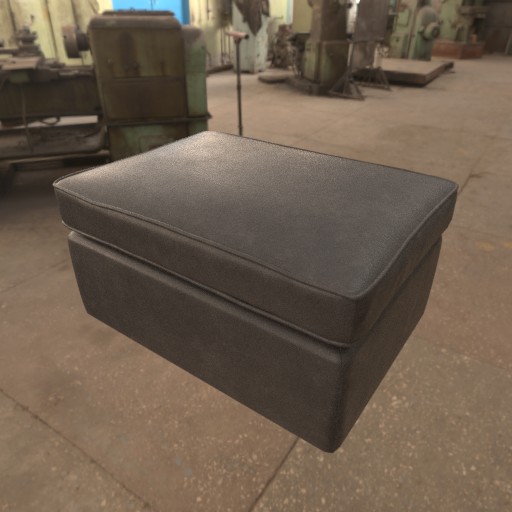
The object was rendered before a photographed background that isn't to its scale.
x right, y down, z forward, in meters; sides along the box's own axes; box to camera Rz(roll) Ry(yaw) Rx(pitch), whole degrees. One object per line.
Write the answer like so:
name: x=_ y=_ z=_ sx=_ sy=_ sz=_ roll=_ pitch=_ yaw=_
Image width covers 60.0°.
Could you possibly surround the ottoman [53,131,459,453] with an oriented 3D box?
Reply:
ottoman: x=0.000 y=0.000 z=1.080 sx=0.756 sy=0.445 sz=0.554 roll=20 pitch=36 yaw=30
